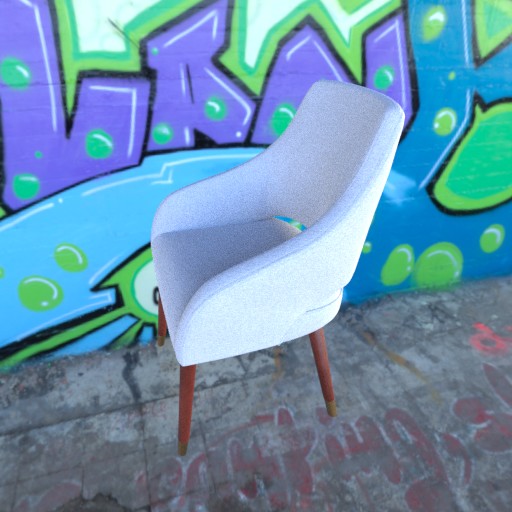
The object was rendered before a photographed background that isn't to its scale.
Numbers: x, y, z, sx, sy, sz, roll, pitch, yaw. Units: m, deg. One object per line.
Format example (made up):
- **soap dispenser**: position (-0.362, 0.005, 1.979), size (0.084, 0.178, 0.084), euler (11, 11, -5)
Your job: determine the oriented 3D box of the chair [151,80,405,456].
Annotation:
- **chair**: position (0.000, 0.000, 1.272), size (0.600, 0.889, 0.609), euler (-9, 31, -15)
